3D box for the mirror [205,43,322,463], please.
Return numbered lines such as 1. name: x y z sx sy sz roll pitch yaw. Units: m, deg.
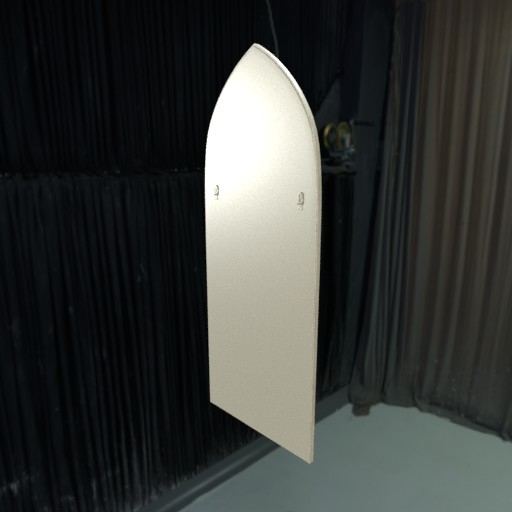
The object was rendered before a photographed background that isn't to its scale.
1. mirror: 0.000 0.000 1.330 0.025 1.175 0.464 -13 19 -43
